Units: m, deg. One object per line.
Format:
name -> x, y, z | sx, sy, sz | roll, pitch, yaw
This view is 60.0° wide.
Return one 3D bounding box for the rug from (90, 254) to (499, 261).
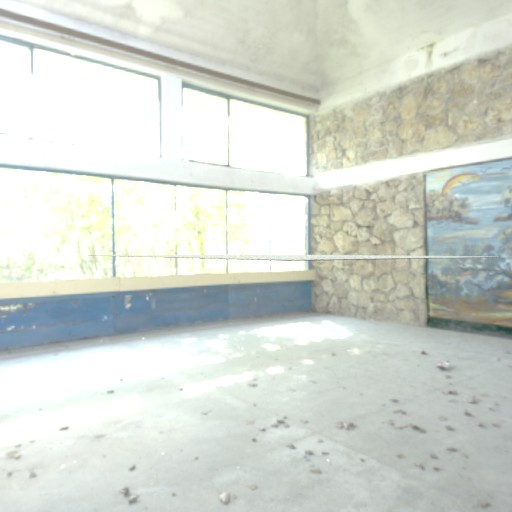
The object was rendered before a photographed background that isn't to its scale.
rug -> 0.000, 0.000, 2.956 | 1.524, 0.005, 2.439 | 0, 1, -36
